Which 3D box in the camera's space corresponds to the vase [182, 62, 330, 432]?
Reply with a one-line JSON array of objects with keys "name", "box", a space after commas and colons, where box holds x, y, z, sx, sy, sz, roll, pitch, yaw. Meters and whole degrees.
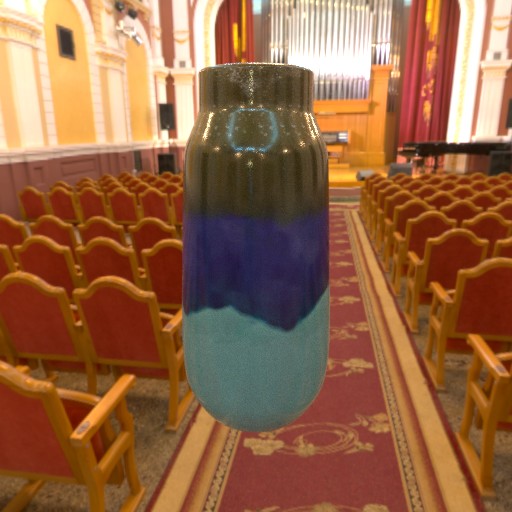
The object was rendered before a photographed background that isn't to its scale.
[{"name": "vase", "box": [0.000, 0.000, 0.401, 0.139, 0.313, 0.139, 0, 16, 0]}]
